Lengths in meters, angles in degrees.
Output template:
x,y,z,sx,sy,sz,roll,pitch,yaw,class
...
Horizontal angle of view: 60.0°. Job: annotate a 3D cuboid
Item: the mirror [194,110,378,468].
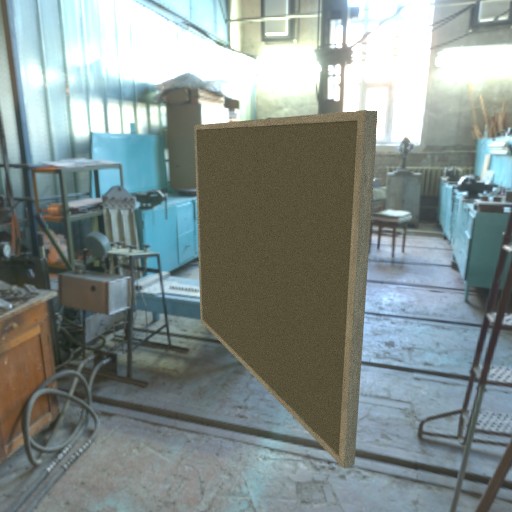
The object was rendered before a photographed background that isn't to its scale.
x,y,z,sx,sy,sz,roll,pitch,yaw,class
0.000,0.000,1.171,0.028,0.689,0.839,-7,16,-26,mirror
